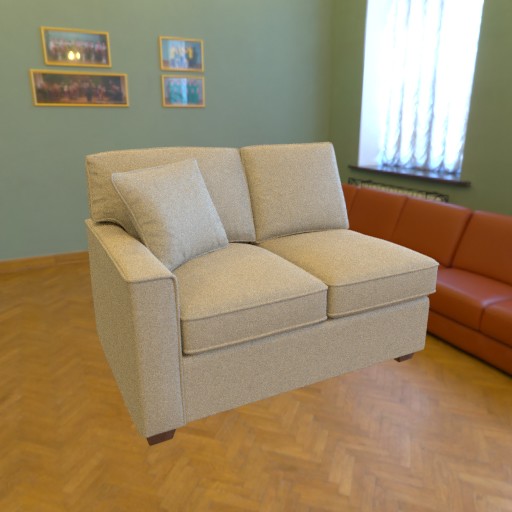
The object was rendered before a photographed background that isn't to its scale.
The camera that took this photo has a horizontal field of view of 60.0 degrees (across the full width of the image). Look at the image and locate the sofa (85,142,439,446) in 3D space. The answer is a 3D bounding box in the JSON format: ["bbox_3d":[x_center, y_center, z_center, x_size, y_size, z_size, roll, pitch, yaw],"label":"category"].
[{"bbox_3d":[0.000,0.000,2.079,1.388,0.989,0.991,-9,19,-27],"label":"sofa"}]
